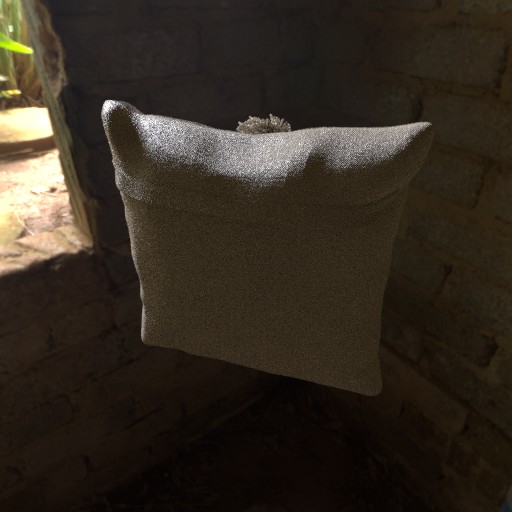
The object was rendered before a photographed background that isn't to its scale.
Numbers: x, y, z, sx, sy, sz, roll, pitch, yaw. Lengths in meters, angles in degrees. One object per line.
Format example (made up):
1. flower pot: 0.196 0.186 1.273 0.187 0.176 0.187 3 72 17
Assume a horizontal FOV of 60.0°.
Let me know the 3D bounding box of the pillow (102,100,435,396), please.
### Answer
1. pillow: 0.000 0.000 0.750 0.484 0.490 0.234 9 33 15
